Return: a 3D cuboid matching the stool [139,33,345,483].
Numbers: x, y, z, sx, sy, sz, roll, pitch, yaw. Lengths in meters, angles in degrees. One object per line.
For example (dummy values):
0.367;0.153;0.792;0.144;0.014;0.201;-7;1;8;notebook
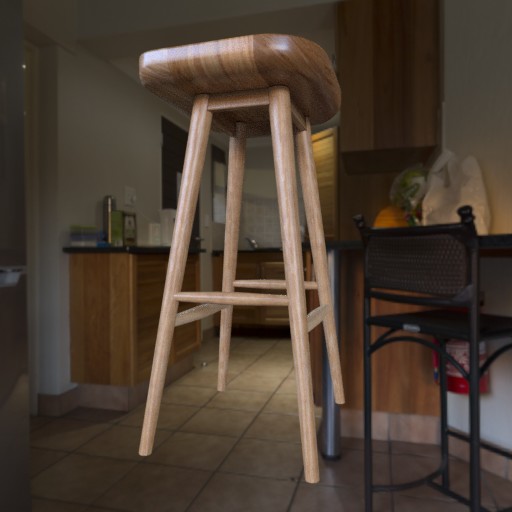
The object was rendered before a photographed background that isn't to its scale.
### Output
0.000;0.000;0.908;0.322;0.698;0.407;0;1;18;stool
